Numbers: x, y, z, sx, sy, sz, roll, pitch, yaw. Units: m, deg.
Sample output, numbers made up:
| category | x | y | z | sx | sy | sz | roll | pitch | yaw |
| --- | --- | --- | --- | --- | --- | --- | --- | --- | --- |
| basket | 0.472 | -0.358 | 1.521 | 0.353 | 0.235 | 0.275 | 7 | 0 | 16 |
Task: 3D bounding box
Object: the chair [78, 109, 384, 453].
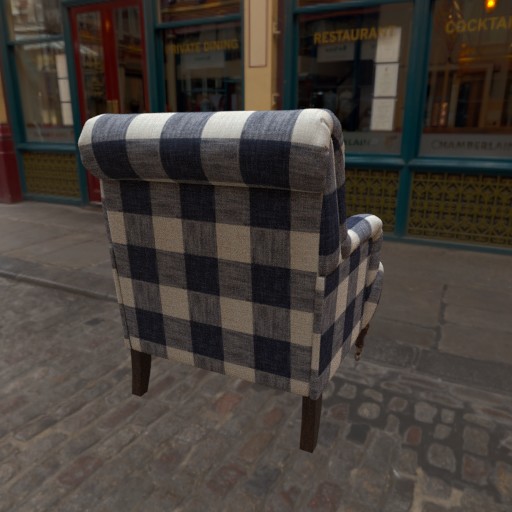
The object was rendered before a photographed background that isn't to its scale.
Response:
| category | x | y | z | sx | sy | sz | roll | pitch | yaw |
| --- | --- | --- | --- | --- | --- | --- | --- | --- | --- |
| chair | 0.000 | 0.000 | 1.577 | 0.781 | 0.953 | 0.848 | 8 | 17 | 26 |
